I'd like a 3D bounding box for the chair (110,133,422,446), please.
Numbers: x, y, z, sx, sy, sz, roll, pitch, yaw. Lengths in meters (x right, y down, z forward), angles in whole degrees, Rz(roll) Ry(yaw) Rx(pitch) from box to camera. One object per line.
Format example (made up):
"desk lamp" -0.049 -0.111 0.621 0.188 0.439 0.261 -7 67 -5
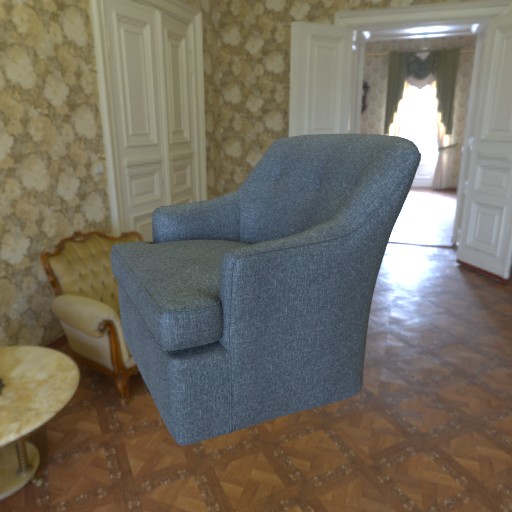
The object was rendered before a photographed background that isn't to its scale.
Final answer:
"chair" 0.000 0.000 1.612 0.923 0.856 0.864 -8 17 -26
